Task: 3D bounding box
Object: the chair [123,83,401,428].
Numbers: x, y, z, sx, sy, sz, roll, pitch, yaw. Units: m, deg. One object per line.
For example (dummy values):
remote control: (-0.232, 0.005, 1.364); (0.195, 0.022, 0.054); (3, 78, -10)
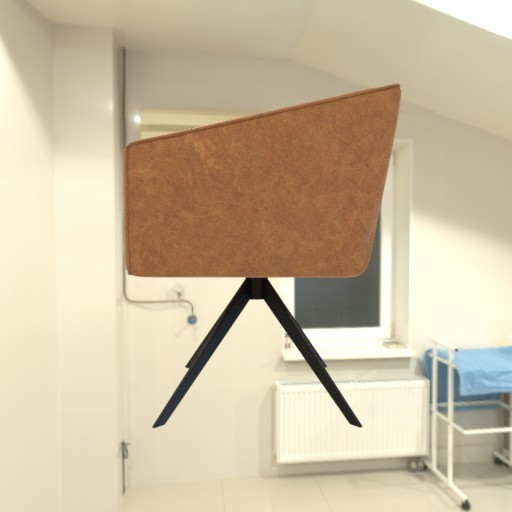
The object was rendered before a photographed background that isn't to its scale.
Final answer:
chair: (0.000, 0.000, 1.234); (0.625, 0.760, 0.588); (0, 2, 0)
